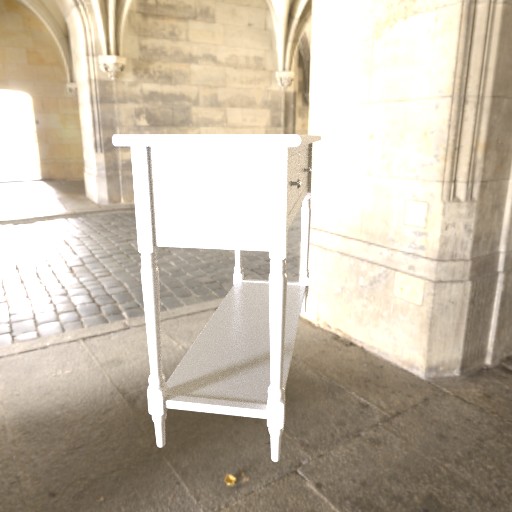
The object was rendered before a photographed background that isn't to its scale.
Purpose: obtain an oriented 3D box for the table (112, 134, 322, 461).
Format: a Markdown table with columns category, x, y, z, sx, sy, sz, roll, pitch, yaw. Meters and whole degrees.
| category | x | y | z | sx | sy | sz | roll | pitch | yaw |
| --- | --- | --- | --- | --- | --- | --- | --- | --- | --- |
| table | 0.000 | 0.000 | 1.536 | 0.384 | 0.808 | 1.197 | 3 | 15 | 10 |
